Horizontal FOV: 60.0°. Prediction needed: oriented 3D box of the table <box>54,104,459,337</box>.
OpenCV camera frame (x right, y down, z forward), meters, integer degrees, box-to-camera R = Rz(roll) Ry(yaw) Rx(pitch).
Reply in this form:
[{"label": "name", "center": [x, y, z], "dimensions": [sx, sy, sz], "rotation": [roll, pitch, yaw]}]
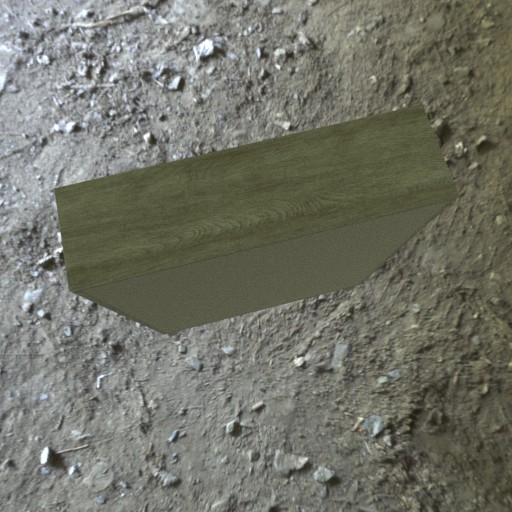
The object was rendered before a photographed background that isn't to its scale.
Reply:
[{"label": "table", "center": [0.000, 0.000, 1.571], "dimensions": [0.902, 1.135, 0.256], "rotation": [-14, 75, -4]}]
